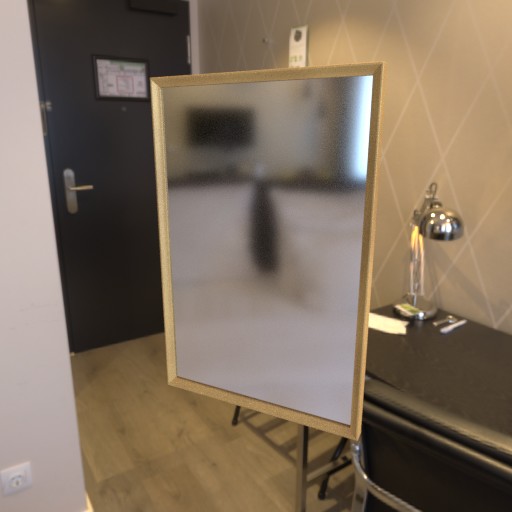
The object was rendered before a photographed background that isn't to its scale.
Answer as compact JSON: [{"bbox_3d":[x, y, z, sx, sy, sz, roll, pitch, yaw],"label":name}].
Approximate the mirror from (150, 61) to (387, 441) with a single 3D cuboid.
[{"bbox_3d":[0.000,0.000,1.181,0.609,0.915,0.041,7,17,25],"label":"mirror"}]
